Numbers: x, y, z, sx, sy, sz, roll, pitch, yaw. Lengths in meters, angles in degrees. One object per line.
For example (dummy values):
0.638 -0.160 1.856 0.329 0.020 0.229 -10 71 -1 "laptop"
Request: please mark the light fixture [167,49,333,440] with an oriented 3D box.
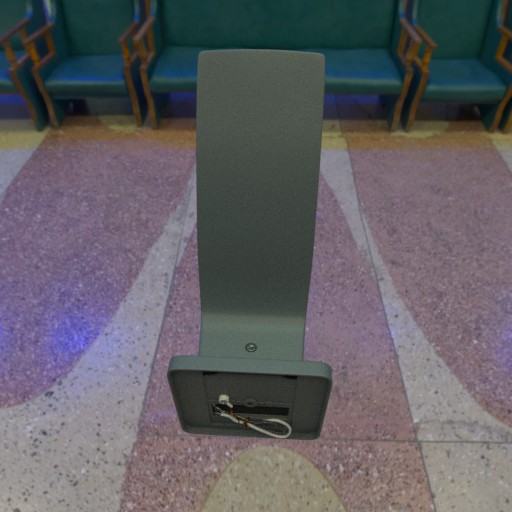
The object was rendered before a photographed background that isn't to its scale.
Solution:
0.000 0.000 0.323 0.108 0.243 0.174 2 45 2 "light fixture"
